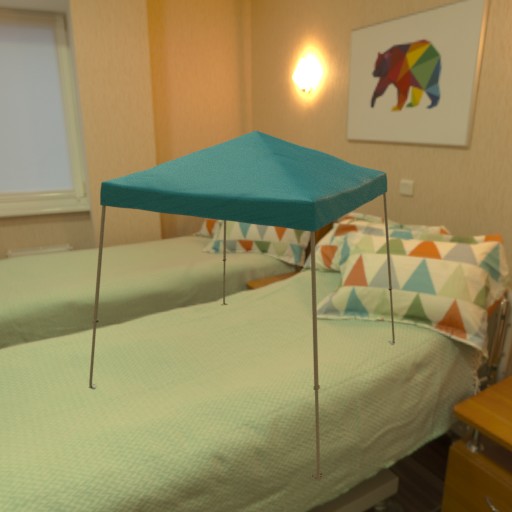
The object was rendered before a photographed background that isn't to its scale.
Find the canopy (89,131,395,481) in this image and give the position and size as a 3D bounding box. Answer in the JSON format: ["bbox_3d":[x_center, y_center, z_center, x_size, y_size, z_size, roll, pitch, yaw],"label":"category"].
[{"bbox_3d":[0.000,0.000,6.617,3.600,3.600,3.599,9,19,28],"label":"canopy"}]
